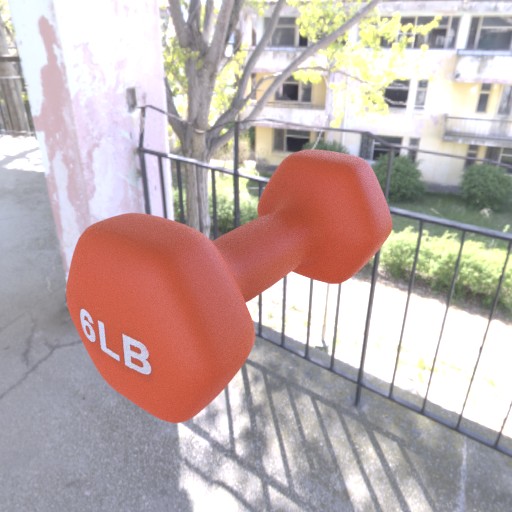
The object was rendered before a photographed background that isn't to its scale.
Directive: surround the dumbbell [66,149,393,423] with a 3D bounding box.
[{"bbox_3d":[0.000,0.000,0.205,0.079,0.071,0.162,18,32,33],"label":"dumbbell"}]
